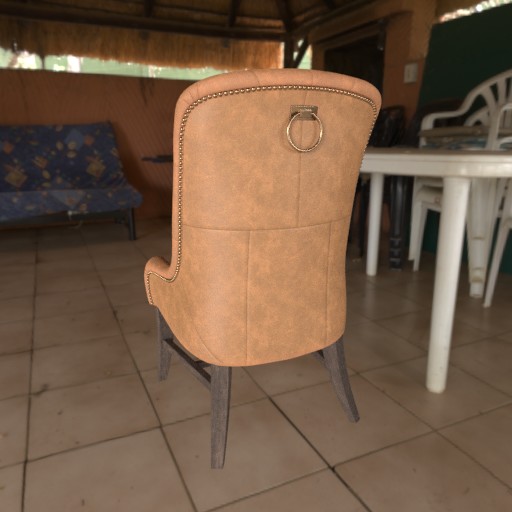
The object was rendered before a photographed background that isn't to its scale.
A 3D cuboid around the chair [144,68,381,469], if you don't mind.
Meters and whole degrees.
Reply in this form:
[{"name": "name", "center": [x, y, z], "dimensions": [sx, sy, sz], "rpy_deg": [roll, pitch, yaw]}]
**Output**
[{"name": "chair", "center": [0.000, 0.000, 1.479], "dimensions": [0.634, 1.091, 0.629], "rpy_deg": [-7, 16, -25]}]
